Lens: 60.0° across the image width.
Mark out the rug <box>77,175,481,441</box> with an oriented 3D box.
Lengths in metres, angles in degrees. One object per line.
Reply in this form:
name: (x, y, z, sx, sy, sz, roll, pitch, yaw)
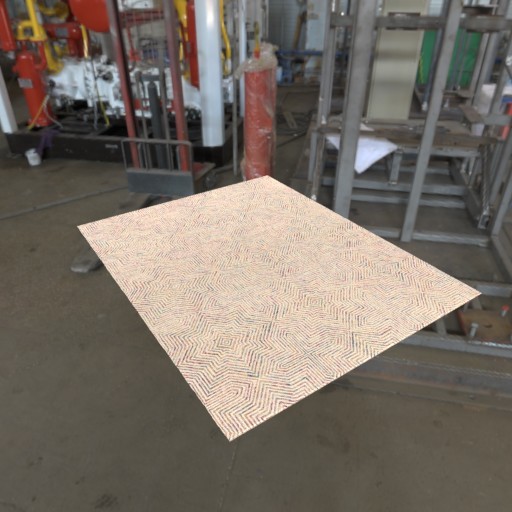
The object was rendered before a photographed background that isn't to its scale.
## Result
rug: (0.000, 0.000, 4.146, 2.442, 0.008, 3.046, -20, 38, -28)
